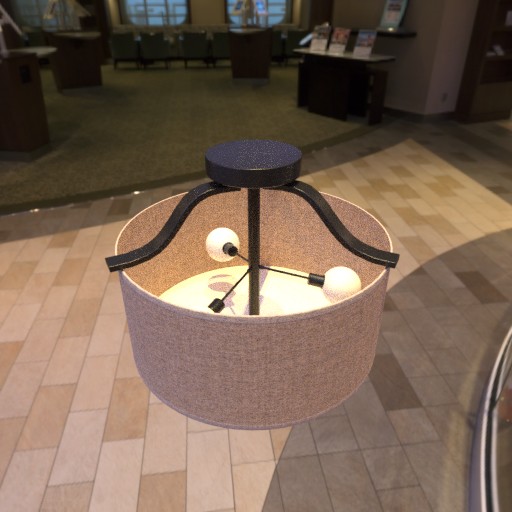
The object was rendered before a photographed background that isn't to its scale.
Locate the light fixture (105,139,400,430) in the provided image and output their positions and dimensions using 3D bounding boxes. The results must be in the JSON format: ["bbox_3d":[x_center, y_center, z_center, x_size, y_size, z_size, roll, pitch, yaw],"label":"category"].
[{"bbox_3d":[0.000,0.000,0.646,0.390,0.306,0.390,0,30,0],"label":"light fixture"}]
